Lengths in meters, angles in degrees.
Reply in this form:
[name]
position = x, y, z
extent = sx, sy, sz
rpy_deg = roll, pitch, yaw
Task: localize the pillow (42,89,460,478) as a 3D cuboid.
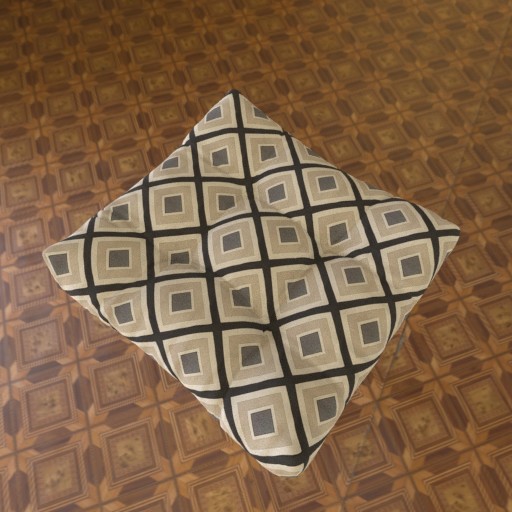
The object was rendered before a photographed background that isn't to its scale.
[pillow]
position = 0.000, 0.000, 0.717
extent = 0.490, 0.128, 0.468
rpy_deg = 36, 69, 16
